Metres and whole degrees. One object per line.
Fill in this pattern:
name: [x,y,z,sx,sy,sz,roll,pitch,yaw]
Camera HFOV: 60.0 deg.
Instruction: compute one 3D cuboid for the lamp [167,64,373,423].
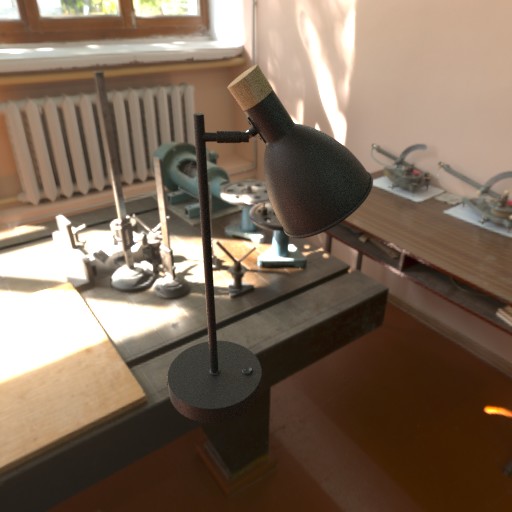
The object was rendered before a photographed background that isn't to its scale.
lamp: [0.000,0.000,0.605,0.287,0.483,0.152,-1,30,-1]
